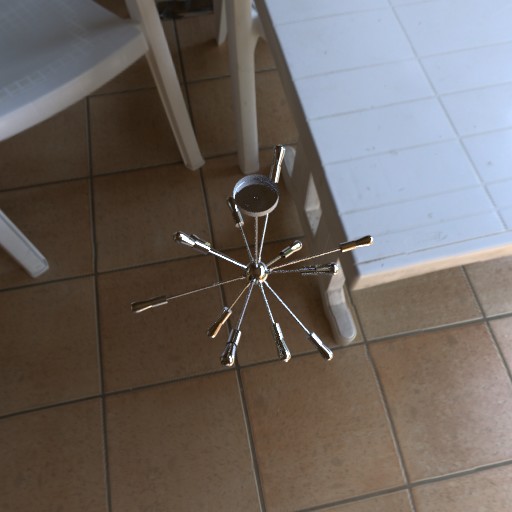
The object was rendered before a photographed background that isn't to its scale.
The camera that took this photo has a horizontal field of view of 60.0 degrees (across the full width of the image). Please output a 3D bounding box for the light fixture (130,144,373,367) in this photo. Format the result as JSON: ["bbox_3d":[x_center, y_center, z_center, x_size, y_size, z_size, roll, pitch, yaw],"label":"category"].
[{"bbox_3d":[0.000,0.000,1.096,0.684,0.558,0.509,-16,66,-7],"label":"light fixture"}]
